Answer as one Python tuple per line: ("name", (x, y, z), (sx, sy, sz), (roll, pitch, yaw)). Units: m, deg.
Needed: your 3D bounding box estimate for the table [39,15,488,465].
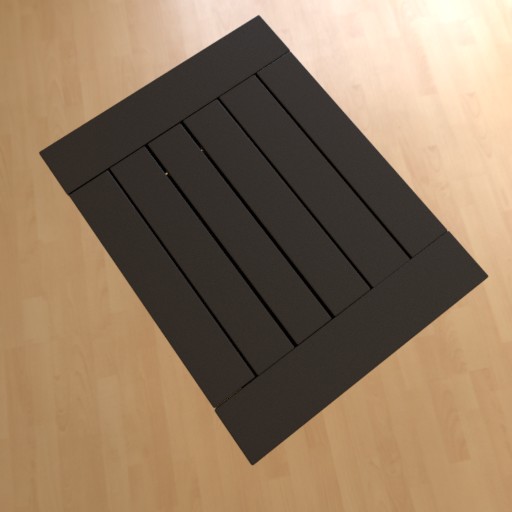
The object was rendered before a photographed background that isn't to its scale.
("table", (0.000, 0.000, 1.007), (0.460, 0.604, 0.602), (-36, 79, -8))
